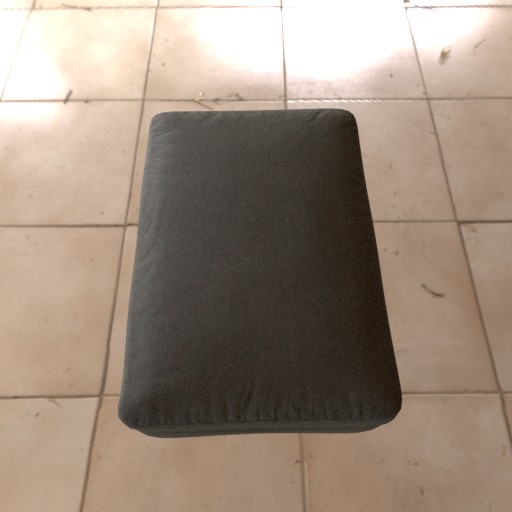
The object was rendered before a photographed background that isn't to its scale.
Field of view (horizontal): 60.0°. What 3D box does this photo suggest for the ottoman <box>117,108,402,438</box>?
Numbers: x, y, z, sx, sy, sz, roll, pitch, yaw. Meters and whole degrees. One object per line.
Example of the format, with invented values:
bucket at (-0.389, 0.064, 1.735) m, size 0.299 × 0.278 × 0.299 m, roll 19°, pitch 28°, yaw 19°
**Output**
ottoman at (0.000, 0.000, 1.619) m, size 0.840 × 0.429 × 1.199 m, roll -1°, pitch 64°, yaw -1°
